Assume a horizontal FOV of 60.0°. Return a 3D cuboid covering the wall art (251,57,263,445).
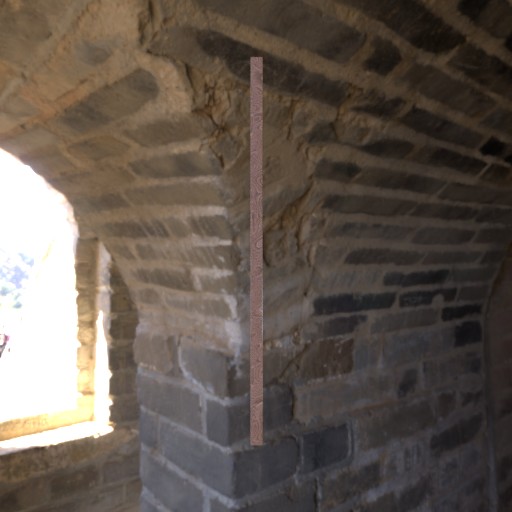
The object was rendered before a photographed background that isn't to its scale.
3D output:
[{"bbox_3d":[0.000,0.000,1.173,0.019,0.626,0.917,0,-1,0],"label":"wall art"}]
